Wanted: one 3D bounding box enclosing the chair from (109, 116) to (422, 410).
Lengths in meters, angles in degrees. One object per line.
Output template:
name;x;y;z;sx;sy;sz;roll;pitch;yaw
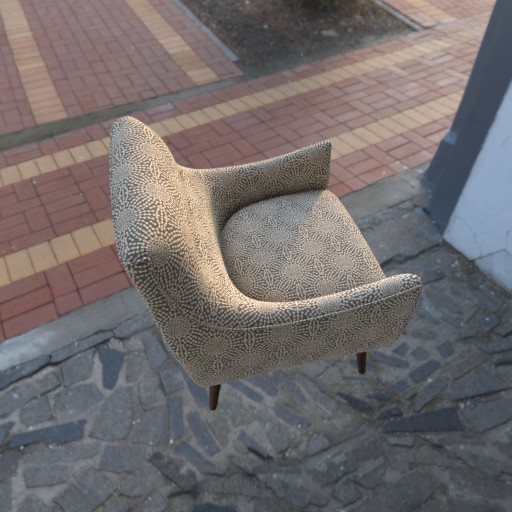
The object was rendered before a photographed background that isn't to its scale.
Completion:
chair;0.000;0.000;1.501;0.787;0.838;0.762;-11;47;-10
